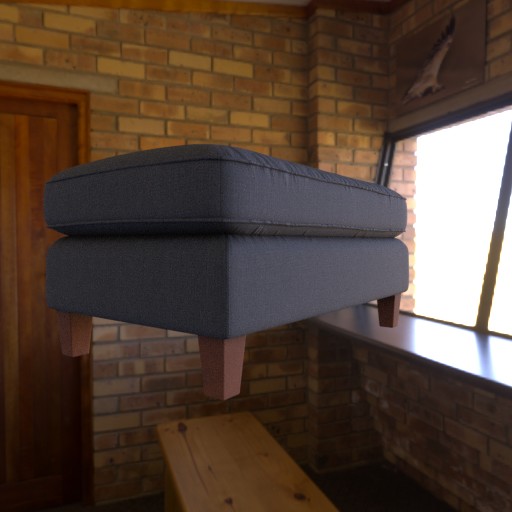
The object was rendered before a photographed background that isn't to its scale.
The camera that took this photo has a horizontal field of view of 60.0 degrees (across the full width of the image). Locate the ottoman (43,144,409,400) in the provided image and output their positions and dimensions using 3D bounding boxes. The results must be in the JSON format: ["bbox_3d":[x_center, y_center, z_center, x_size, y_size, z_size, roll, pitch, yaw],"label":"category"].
[{"bbox_3d":[0.000,0.000,1.168,0.570,0.438,0.885,1,2,37],"label":"ottoman"}]
